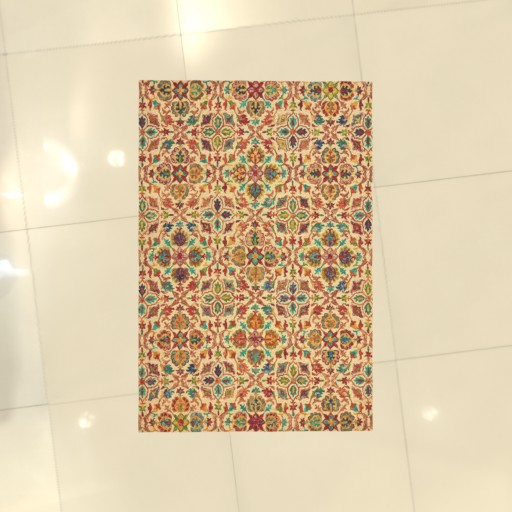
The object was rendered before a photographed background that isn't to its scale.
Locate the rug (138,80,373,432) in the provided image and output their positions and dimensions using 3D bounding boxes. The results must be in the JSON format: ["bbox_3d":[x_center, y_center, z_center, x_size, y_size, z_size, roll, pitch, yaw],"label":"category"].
[{"bbox_3d":[0.000,0.000,2.320,1.226,0.013,1.838,0,90,-1],"label":"rug"}]
